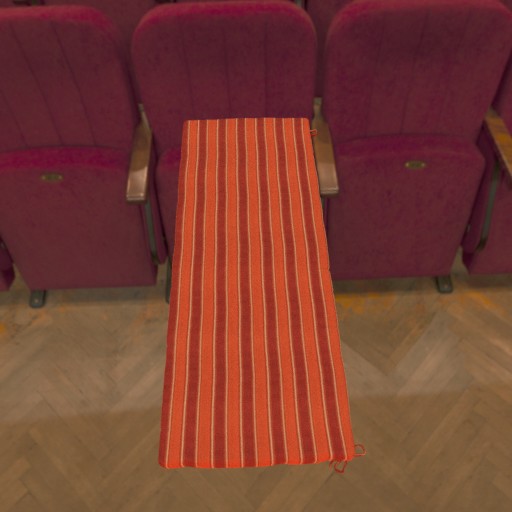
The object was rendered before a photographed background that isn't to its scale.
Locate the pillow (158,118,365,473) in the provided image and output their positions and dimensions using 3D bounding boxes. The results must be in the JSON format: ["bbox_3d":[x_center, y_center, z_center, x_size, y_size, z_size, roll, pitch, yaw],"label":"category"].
[{"bbox_3d":[0.000,0.000,1.332,0.492,0.081,1.187,-2,58,-1],"label":"pillow"}]
